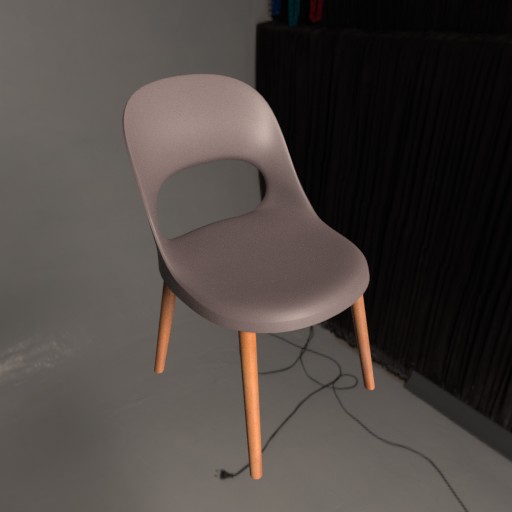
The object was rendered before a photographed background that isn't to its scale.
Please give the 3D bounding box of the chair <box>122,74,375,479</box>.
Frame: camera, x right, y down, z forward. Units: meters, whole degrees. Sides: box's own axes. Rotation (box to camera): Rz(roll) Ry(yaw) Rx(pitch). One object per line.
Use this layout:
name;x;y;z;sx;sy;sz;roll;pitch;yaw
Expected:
chair;0.000;0.000;1.115;0.470;0.794;0.556;-23;37;-34
